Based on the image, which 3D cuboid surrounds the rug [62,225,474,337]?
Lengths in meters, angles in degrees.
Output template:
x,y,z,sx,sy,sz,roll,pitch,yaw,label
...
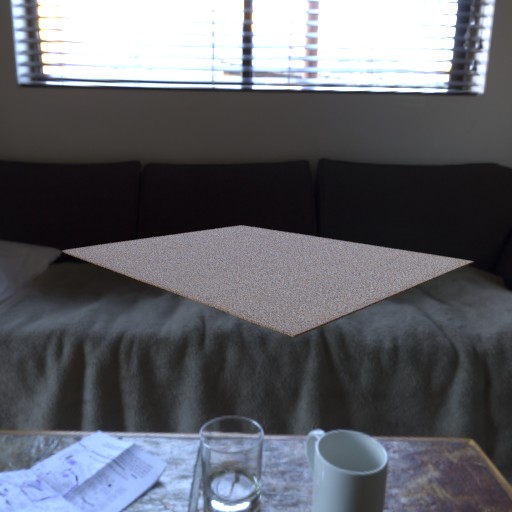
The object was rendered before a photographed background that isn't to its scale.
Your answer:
x,y,z,sx,sy,sz,roll,pitch,yaw,label
0.000,0.000,4.150,2.439,0.013,3.048,-12,17,-43,rug
